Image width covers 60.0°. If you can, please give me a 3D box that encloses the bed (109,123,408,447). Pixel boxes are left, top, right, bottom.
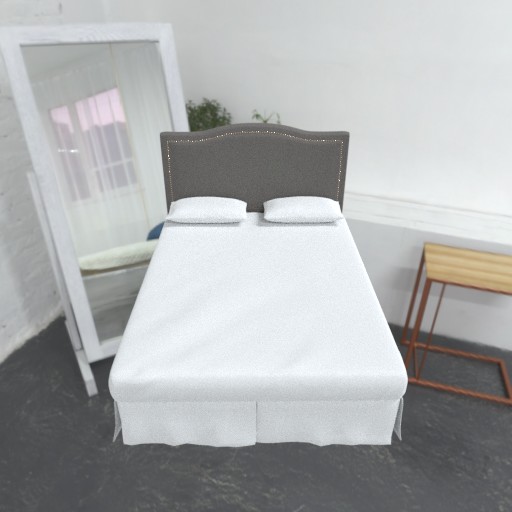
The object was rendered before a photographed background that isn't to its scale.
[{"bbox_3d":[0.000,0.000,3.366,1.821,1.436,2.282,0,31,0],"label":"bed"}]
